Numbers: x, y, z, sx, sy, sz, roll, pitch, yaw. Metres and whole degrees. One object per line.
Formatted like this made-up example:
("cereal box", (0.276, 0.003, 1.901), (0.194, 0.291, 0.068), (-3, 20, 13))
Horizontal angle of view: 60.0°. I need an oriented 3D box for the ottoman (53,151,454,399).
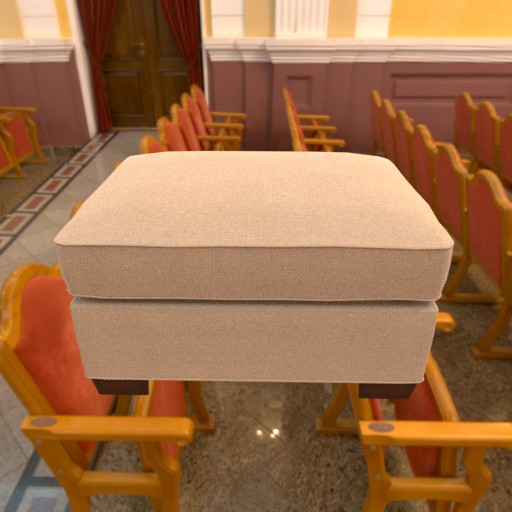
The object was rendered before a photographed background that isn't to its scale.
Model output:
("ottoman", (0.000, 0.000, 1.262), (0.846, 0.503, 0.617), (1, 30, 1))
